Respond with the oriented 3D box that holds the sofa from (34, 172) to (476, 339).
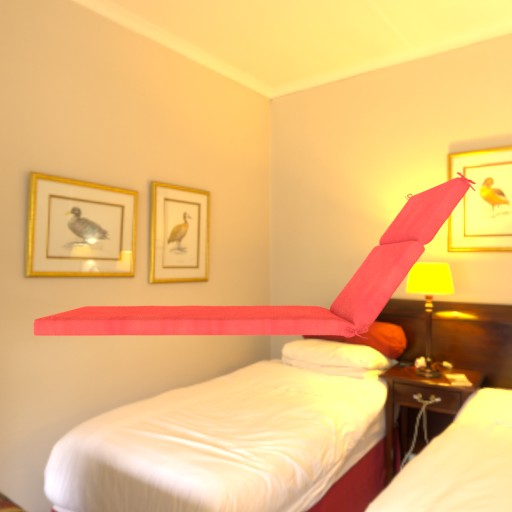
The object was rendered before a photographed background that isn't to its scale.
[{"bbox_3d":[0.000,0.000,1.904,1.663,0.622,0.582,0,-1,-1],"label":"sofa"}]
